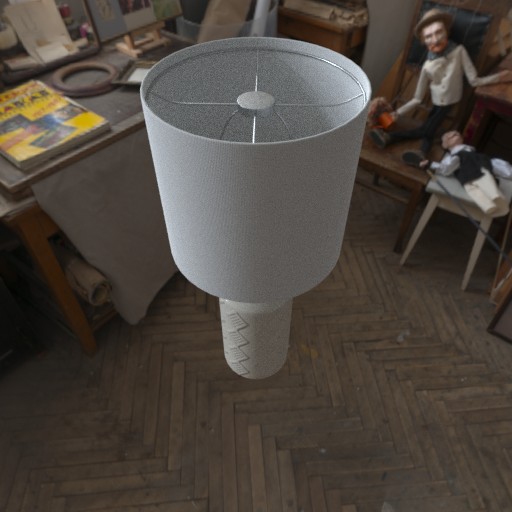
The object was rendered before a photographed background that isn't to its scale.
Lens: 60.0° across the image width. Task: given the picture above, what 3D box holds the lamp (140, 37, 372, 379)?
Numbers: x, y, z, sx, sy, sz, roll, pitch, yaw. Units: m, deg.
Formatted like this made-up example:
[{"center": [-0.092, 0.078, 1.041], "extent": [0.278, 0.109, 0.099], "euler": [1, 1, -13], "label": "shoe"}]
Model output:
[{"center": [0.000, 0.000, 0.568], "extent": [0.207, 0.461, 0.207], "euler": [1, 47, 1], "label": "lamp"}]
